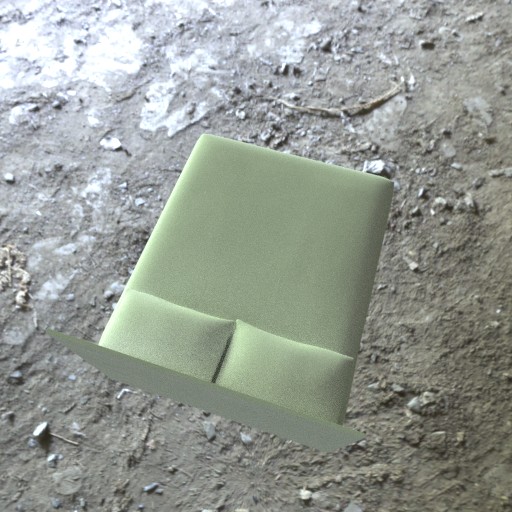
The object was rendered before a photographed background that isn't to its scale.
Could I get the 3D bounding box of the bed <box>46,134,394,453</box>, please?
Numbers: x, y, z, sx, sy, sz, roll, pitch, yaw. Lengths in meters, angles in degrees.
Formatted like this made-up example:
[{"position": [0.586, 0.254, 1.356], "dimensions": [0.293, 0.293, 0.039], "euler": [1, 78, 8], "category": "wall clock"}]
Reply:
[{"position": [0.000, 0.000, 3.138], "dimensions": [1.745, 1.335, 2.094], "euler": [16, 64, 8], "category": "bed"}]
